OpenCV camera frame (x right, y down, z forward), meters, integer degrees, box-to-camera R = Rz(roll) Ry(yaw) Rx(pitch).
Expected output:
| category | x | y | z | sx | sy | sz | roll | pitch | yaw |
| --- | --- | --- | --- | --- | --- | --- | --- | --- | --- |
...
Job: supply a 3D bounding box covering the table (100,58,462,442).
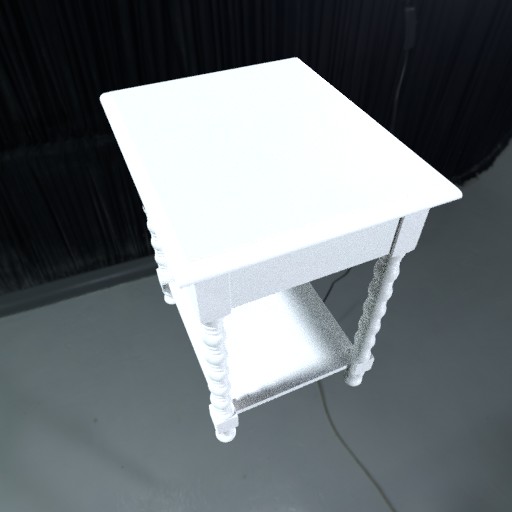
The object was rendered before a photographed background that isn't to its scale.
| category | x | y | z | sx | sy | sz | roll | pitch | yaw |
| --- | --- | --- | --- | --- | --- | --- | --- | --- | --- |
| table | 0.000 | 0.000 | 0.844 | 0.381 | 0.531 | 0.460 | -18 | 49 | -16 |
